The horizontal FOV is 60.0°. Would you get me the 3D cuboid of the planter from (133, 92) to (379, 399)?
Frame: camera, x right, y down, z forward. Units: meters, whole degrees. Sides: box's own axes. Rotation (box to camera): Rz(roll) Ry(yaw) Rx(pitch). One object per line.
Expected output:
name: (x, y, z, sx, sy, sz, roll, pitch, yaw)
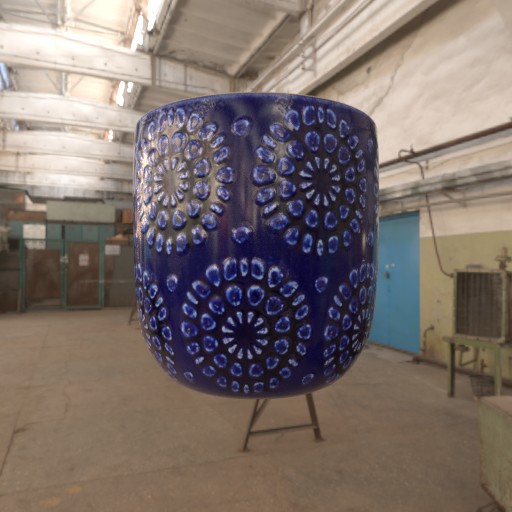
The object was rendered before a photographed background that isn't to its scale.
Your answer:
planter: (0.000, 0.000, 0.204, 0.109, 0.112, 0.109, 0, -1, 0)
